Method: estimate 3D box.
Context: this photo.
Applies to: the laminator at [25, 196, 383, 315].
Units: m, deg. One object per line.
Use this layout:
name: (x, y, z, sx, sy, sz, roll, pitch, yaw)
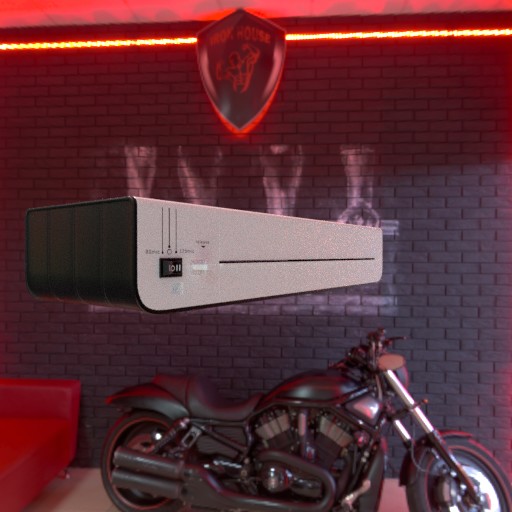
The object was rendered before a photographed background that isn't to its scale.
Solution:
laminator: (0.000, 0.000, 0.388, 0.123, 0.062, 0.340, 0, 0, 37)
